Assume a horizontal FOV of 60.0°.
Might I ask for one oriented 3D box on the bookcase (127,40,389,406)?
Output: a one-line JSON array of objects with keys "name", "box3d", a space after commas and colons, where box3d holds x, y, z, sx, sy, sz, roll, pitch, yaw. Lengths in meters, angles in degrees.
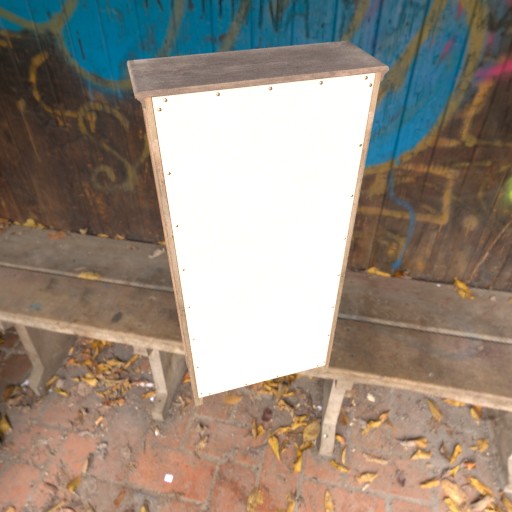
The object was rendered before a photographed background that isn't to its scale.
[{"name": "bookcase", "box3d": [0.000, 0.000, 2.239, 0.906, 1.880, 0.348, -11, 42, -12]}]
